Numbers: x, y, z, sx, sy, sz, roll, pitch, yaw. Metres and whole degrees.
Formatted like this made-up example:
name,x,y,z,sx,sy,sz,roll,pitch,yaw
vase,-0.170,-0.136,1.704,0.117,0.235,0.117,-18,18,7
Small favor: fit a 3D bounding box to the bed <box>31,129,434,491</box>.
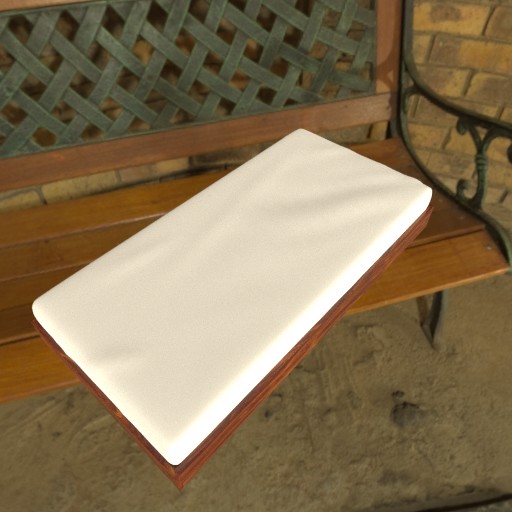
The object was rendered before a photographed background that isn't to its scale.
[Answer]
name,x,y,z,sx,sy,sz,roll,pitch,yaw
bed,0.000,0.000,2.160,0.940,0.312,1.860,34,56,27
